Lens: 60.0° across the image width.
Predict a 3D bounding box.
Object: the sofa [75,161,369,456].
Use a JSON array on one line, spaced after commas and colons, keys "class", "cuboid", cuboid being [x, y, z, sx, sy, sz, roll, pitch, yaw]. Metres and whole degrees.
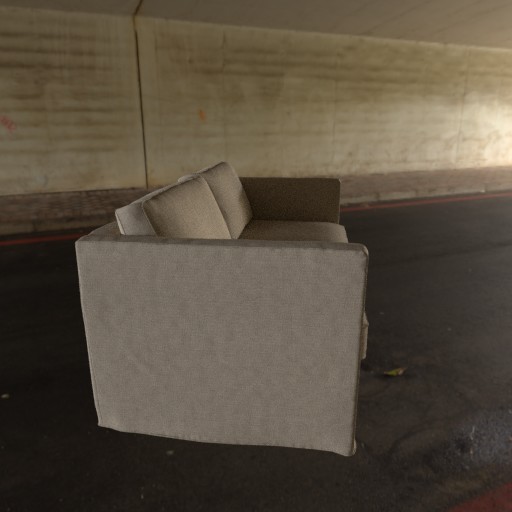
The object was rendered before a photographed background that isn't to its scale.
[{"class": "sofa", "cuboid": [0.000, 0.000, 2.240, 0.956, 0.828, 1.766, 2, 17, 7]}]
